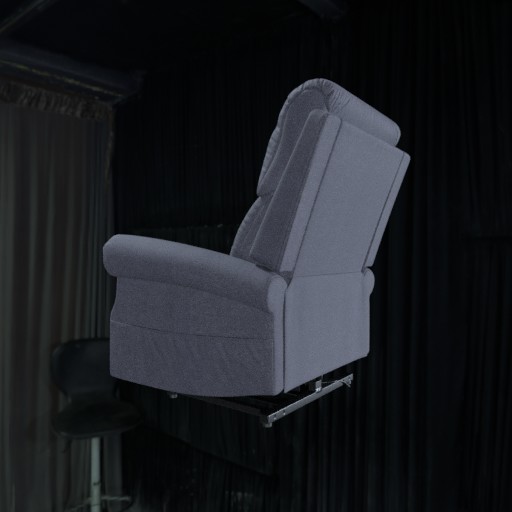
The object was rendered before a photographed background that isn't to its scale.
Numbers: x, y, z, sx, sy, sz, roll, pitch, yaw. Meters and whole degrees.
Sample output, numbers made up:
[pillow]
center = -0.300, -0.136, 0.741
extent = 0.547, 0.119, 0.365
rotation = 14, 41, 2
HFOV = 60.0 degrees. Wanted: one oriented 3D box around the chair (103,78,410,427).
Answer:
[chair]
center = 0.000, 0.000, 1.723
extent = 0.979, 1.031, 0.871
rotation = 0, 0, 37
